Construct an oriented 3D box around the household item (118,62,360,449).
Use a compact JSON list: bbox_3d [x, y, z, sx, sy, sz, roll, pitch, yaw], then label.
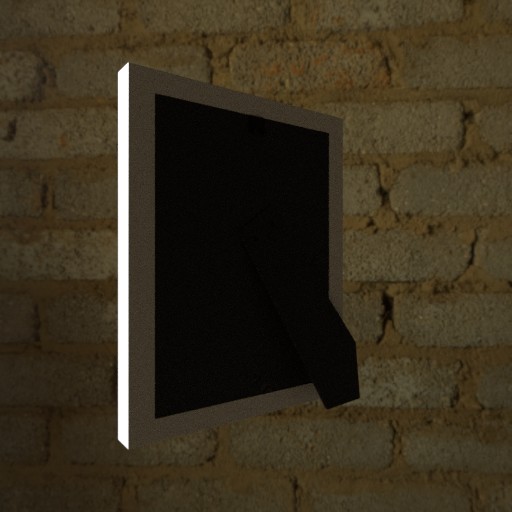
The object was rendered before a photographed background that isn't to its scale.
[{"bbox_3d":[0.000,0.000,0.342,0.200,0.250,0.045,0,0,-36],"label":"household item"}]
